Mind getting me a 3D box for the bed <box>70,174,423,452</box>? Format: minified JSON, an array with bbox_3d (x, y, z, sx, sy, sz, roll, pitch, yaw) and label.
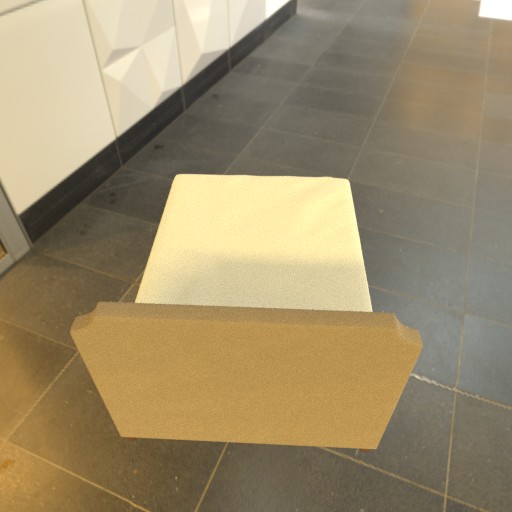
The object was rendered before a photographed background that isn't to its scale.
[{"bbox_3d":[0.000,0.000,3.335,1.703,1.415,2.329,2,44,2],"label":"bed"}]
